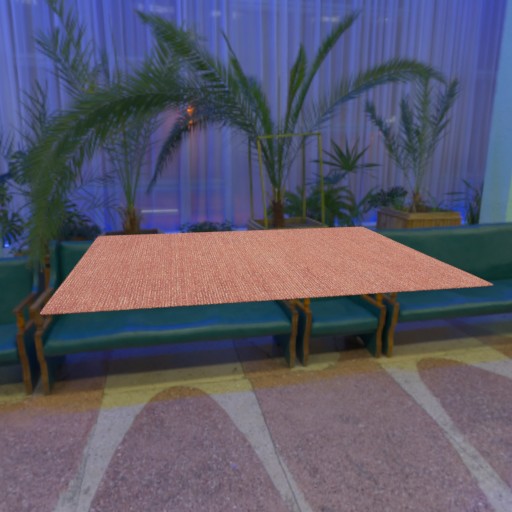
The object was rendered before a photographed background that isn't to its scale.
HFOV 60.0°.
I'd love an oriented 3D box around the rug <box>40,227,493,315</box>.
[{"bbox_3d":[0.000,0.000,2.755,2.112,0.009,1.594,-3,15,-10],"label":"rug"}]
